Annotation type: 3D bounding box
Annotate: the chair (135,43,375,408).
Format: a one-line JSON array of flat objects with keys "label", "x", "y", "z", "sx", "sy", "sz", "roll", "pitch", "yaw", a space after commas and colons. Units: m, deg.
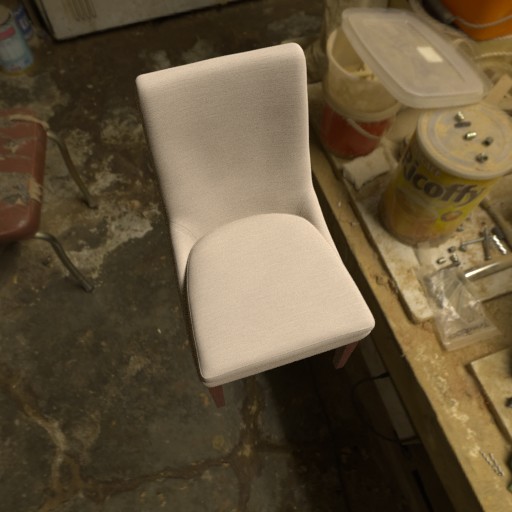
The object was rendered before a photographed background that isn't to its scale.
[{"label": "chair", "x": 0.000, "y": 0.000, "z": 1.322, "sx": 0.515, "sy": 0.940, "sz": 0.638, "roll": -16, "pitch": 64, "yaw": -8}]
